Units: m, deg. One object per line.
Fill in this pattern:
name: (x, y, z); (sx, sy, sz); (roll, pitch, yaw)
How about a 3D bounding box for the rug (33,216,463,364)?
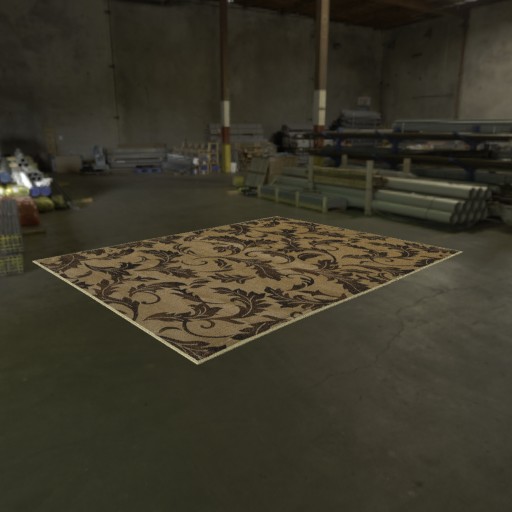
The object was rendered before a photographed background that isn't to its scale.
rug: (0.000, 0.000, 3.904); (2.977, 0.008, 2.380); (-14, 21, -41)
